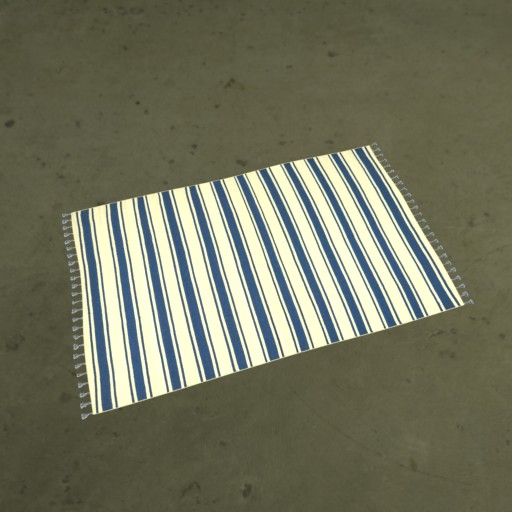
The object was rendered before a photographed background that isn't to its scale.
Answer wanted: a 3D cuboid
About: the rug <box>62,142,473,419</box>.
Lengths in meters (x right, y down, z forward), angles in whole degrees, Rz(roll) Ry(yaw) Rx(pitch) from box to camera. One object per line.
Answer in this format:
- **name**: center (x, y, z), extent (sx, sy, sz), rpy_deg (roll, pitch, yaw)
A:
- **rug**: center (0.000, 0.000, 2.543), extent (2.108, 0.009, 1.248), rpy_deg (-14, 60, -8)
